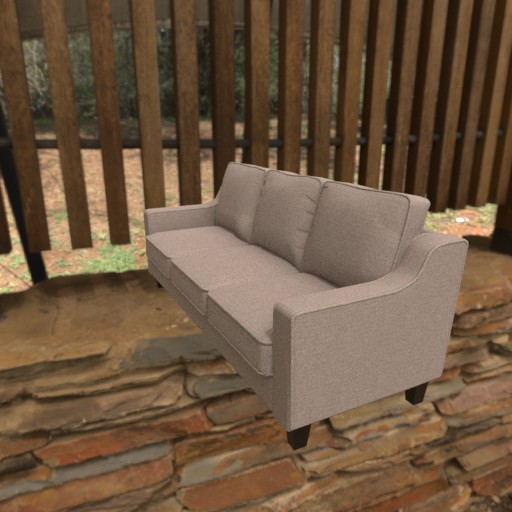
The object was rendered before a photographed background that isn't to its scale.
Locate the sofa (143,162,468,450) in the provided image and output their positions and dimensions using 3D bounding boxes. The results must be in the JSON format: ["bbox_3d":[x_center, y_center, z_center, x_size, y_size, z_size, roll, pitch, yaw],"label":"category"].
[{"bbox_3d":[0.000,0.000,2.625,0.899,0.950,2.129,-8,19,-26],"label":"sofa"}]
